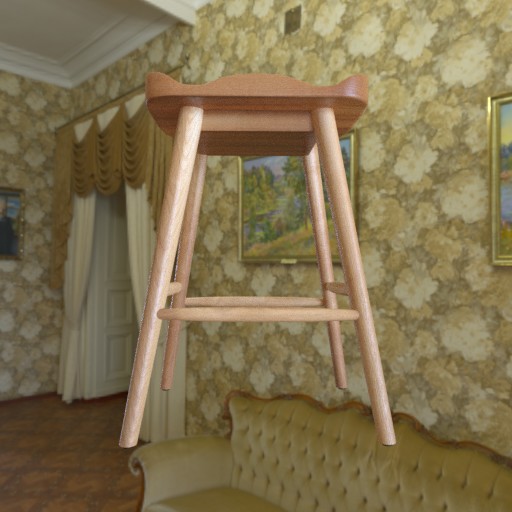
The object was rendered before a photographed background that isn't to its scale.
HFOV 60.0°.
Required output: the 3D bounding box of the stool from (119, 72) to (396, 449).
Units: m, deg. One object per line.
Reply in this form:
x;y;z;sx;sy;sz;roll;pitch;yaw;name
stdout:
0.000;0.000;0.882;0.440;0.615;0.361;0;-2;-1;stool
